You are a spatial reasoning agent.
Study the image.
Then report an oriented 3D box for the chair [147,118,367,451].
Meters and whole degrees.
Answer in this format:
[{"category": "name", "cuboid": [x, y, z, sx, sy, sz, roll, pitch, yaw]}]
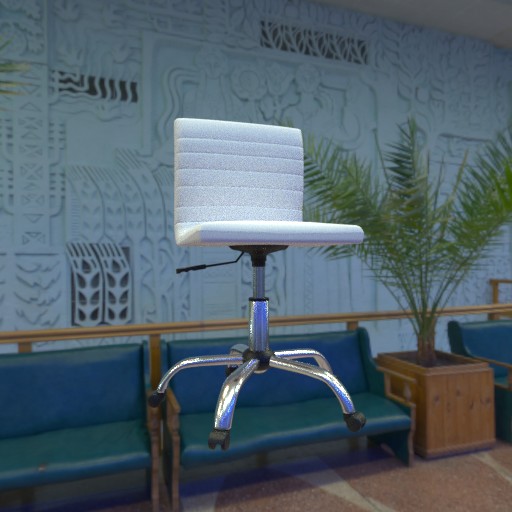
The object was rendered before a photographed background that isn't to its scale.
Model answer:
[{"category": "chair", "cuboid": [0.000, 0.000, 1.172, 0.556, 0.780, 0.530, 0, 1, -18]}]
